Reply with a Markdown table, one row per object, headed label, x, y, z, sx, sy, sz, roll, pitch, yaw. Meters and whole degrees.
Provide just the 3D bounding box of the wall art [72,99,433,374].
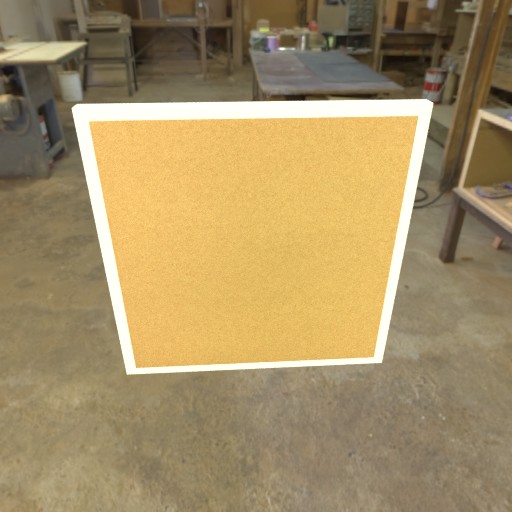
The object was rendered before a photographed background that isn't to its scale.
| label | x | y | z | sx | sy | sz | roll | pitch | yaw |
| --- | --- | --- | --- | --- | --- | --- | --- | --- | --- |
| wall art | 0.000 | 0.000 | 1.145 | 0.763 | 0.761 | 0.038 | -2 | 31 | -3 |
